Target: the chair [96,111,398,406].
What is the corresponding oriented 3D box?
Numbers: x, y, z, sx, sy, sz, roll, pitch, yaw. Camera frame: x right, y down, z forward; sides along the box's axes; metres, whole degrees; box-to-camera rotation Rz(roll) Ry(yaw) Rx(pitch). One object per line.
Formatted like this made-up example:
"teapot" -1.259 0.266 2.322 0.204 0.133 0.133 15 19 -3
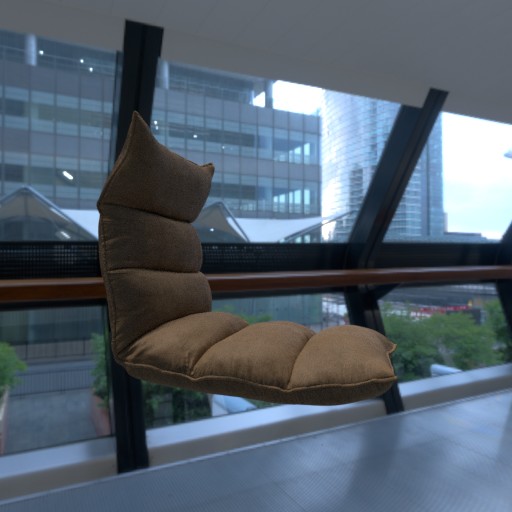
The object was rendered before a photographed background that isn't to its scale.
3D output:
"chair" 0.000 0.000 1.617 0.985 0.892 0.714 0 -1 18
